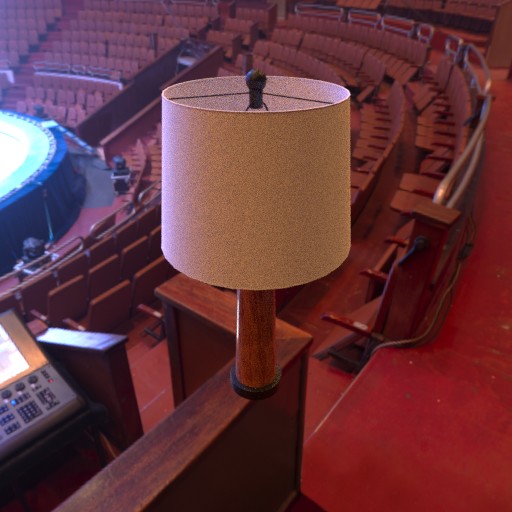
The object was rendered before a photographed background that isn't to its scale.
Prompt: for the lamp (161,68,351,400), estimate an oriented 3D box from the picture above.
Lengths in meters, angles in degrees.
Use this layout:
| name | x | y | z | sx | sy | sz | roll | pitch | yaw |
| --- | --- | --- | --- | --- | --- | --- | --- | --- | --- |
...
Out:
| name | x | y | z | sx | sy | sz | roll | pitch | yaw |
| --- | --- | --- | --- | --- | --- | --- | --- | --- | --- |
| lamp | 0.000 | 0.000 | 0.850 | 0.349 | 0.667 | 0.349 | 0 | 31 | 0 |
